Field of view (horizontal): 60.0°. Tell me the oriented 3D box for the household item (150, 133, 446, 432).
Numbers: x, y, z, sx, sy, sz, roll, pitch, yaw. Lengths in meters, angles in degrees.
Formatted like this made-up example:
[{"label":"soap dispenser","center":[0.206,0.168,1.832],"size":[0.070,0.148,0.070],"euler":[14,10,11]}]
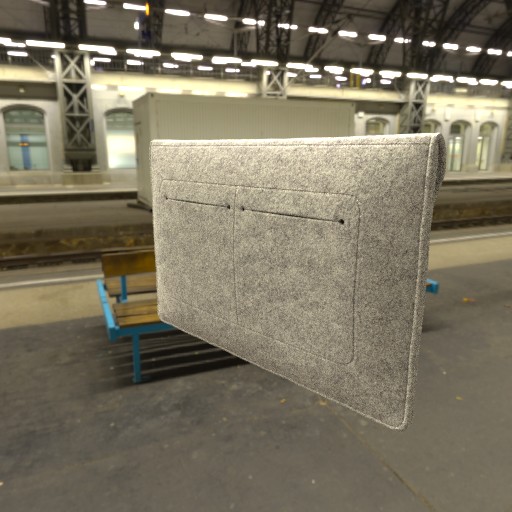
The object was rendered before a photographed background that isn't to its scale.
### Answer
[{"label":"household item","center":[0.000,0.000,0.427],"size":[0.335,0.221,0.057],"euler":[13,19,43]}]
